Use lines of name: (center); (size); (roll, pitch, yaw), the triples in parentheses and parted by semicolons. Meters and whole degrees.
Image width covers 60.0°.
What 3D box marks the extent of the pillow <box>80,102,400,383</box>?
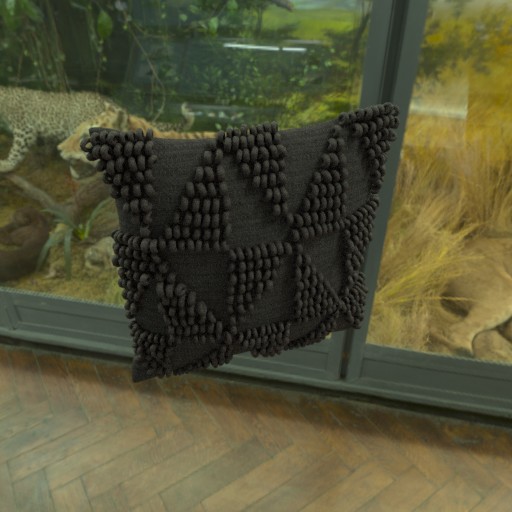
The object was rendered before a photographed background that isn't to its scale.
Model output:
pillow: (0.000, 0.000, 0.740); (0.470, 0.467, 0.172); (-11, 34, -16)
